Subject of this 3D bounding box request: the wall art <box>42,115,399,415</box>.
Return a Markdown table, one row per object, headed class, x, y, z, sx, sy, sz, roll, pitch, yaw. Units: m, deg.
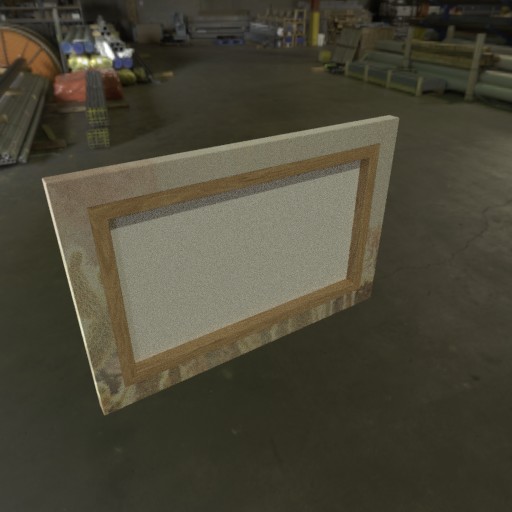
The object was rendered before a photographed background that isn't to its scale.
| class | x | y | z | sx | sy | sz | roll | pitch | yaw |
| --- | --- | --- | --- | --- | --- | --- | --- | --- | --- |
| wall art | 0.000 | 0.000 | 1.171 | 0.916 | 0.608 | 0.040 | -18 | 35 | -28 |
